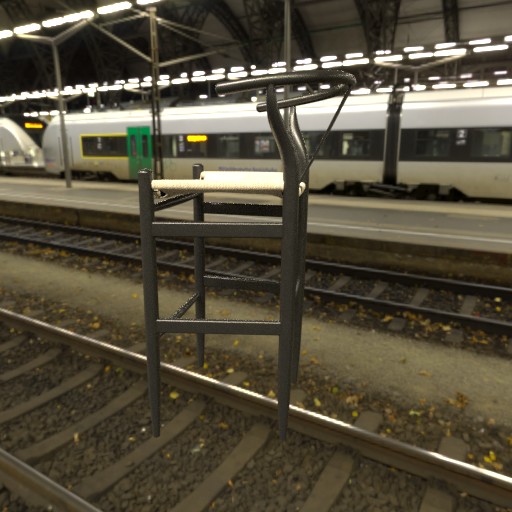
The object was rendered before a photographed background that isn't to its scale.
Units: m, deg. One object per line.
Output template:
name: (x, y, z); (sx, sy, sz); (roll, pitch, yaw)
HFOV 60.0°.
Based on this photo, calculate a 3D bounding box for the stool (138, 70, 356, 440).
stool: (0.000, 0.000, 1.435); (0.579, 1.072, 0.569); (3, 14, 10)
